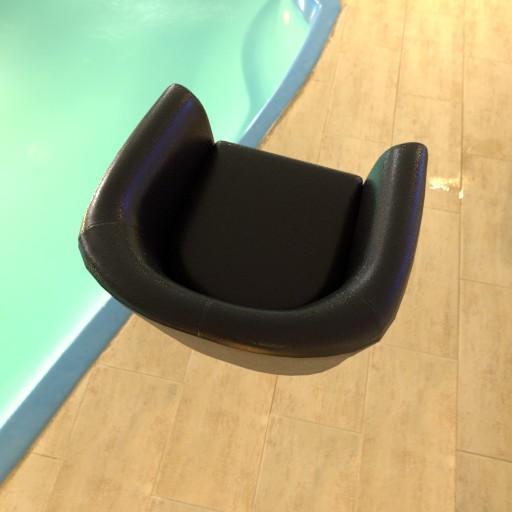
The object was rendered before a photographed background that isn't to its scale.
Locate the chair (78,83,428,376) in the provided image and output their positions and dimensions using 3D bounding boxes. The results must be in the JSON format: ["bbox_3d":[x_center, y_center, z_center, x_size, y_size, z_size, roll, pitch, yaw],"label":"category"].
[{"bbox_3d":[0.000,0.000,1.338,0.793,0.756,0.727,16,65,8],"label":"chair"}]
